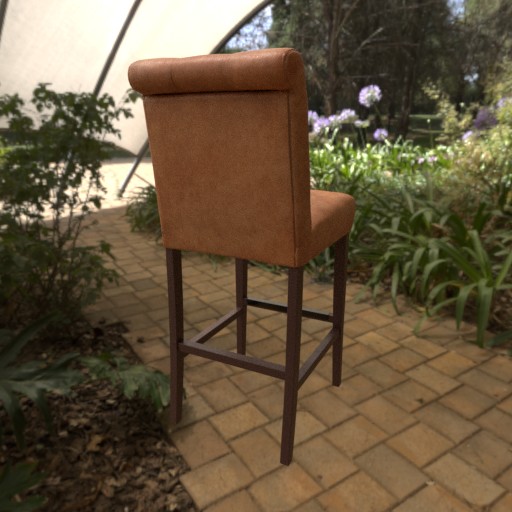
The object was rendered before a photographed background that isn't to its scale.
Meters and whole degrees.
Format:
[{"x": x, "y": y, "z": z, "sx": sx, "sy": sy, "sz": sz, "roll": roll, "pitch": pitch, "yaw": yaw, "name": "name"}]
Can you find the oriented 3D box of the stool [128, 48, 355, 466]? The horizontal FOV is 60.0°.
[{"x": 0.000, "y": 0.000, "z": 1.433, "sx": 0.493, "sy": 1.140, "sz": 0.601, "roll": 8, "pitch": 18, "yaw": 26, "name": "stool"}]
